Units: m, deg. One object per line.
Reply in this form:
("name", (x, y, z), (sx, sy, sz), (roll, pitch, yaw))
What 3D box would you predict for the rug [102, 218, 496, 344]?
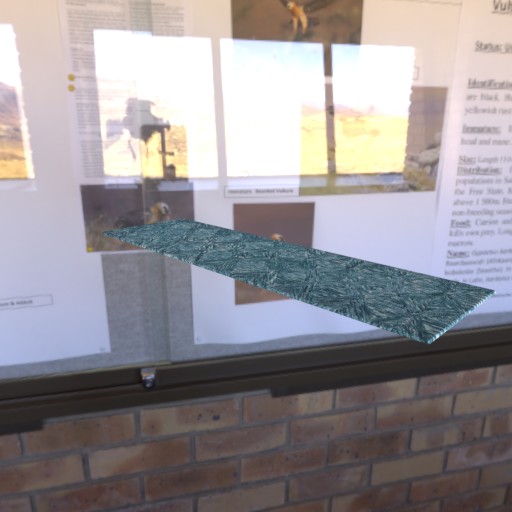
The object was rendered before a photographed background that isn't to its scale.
("rug", (0.000, 0.000, 2.479), (2.286, 0.016, 0.676), (15, 22, 42))
